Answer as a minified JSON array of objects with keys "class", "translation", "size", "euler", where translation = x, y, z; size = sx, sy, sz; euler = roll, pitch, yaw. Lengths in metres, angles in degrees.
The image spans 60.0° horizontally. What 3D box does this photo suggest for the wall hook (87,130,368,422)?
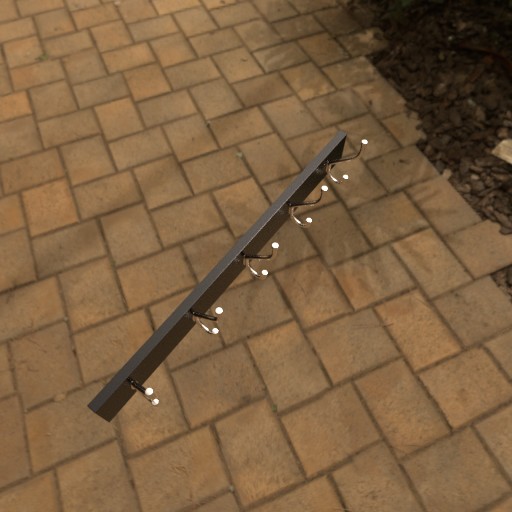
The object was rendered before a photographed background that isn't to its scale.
[{"class":"wall hook","translation":[0.000,0.000,0.631],"size":[0.071,0.117,0.571],"euler":[33,65,18]}]
